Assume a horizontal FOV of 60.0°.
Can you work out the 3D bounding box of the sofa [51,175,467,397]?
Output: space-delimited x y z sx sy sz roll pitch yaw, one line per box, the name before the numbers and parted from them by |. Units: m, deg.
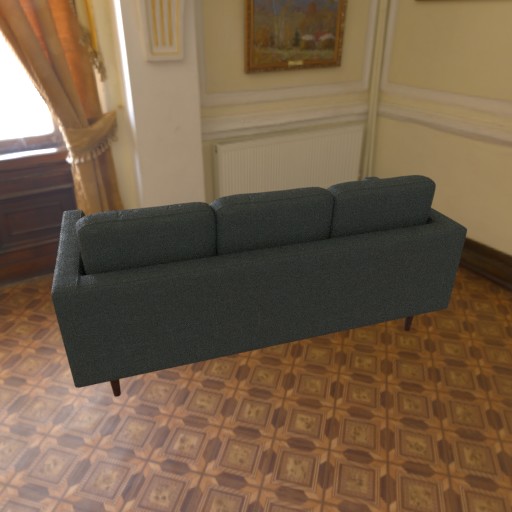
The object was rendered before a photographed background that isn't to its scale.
sofa | 0.000 0.000 2.527 2.013 0.945 0.935 -9 30 -16
